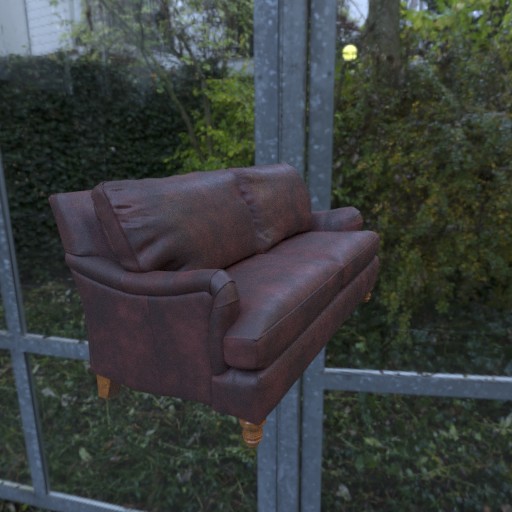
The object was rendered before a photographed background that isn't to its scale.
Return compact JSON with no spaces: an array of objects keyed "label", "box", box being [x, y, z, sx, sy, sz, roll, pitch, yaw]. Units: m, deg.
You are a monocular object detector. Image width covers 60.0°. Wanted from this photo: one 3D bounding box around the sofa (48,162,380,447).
[{"label":"sofa","box":[0.000,0.000,2.776,1.147,1.071,2.144,7,16,26]}]
